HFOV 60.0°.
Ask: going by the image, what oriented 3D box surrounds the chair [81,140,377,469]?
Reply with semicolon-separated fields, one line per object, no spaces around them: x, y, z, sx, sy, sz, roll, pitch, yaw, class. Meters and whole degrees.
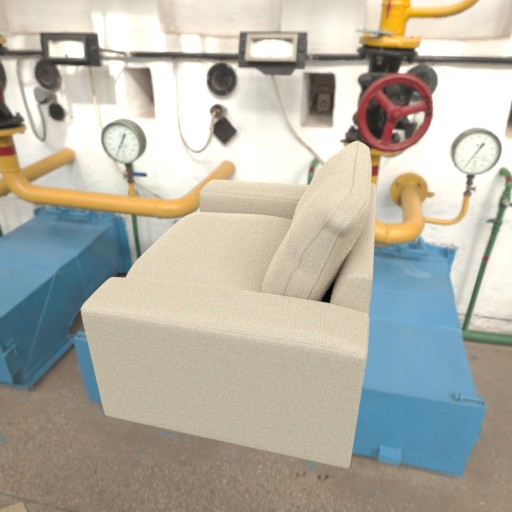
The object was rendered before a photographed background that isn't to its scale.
0.000;0.000;2.070;1.039;0.915;1.398;7;30;12;chair
